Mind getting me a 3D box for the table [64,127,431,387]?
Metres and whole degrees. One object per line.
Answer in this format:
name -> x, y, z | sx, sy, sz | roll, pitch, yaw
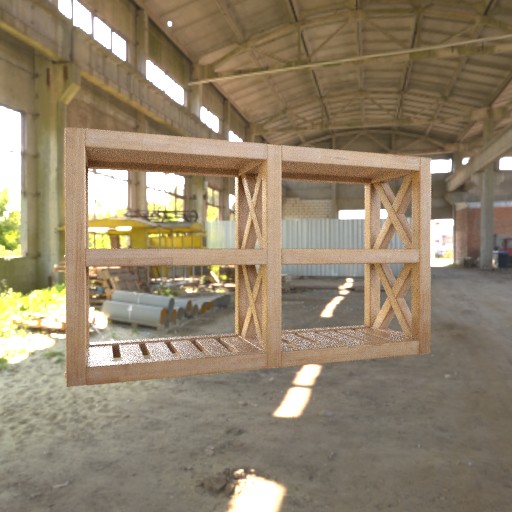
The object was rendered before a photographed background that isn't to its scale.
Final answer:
table -> 0.000, 0.000, 1.687 | 1.320, 0.762, 0.381 | 0, 1, -19
